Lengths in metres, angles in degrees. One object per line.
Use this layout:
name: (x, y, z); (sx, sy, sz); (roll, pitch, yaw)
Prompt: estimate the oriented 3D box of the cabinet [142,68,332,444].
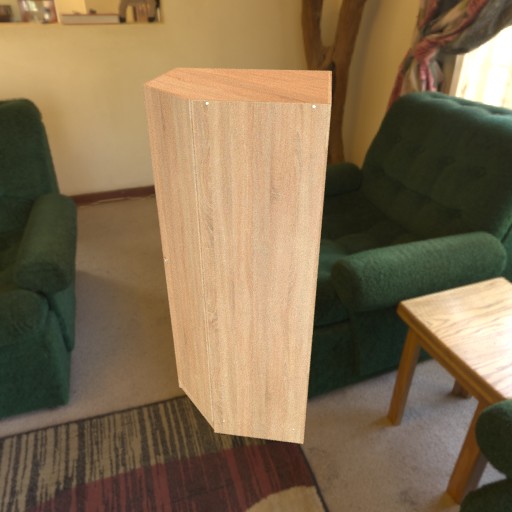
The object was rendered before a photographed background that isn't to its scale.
cabinet: (0.000, 0.000, 2.840); (1.094, 2.120, 1.327); (-20, 36, -31)
